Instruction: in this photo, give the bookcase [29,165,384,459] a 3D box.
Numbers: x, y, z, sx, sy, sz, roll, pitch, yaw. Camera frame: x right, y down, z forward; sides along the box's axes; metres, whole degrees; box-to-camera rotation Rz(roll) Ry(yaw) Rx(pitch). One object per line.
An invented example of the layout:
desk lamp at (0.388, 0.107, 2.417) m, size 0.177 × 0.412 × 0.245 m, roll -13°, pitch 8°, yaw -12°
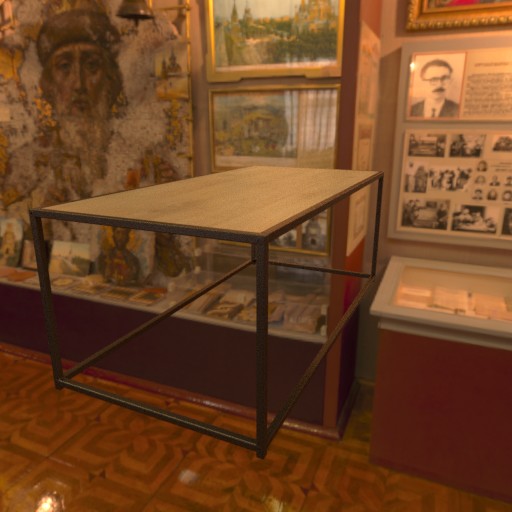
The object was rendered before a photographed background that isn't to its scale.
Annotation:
bookcase at (0.000, 0.000, 1.242) m, size 0.500 × 0.400 × 1.000 m, roll 8°, pitch 18°, yaw 24°
